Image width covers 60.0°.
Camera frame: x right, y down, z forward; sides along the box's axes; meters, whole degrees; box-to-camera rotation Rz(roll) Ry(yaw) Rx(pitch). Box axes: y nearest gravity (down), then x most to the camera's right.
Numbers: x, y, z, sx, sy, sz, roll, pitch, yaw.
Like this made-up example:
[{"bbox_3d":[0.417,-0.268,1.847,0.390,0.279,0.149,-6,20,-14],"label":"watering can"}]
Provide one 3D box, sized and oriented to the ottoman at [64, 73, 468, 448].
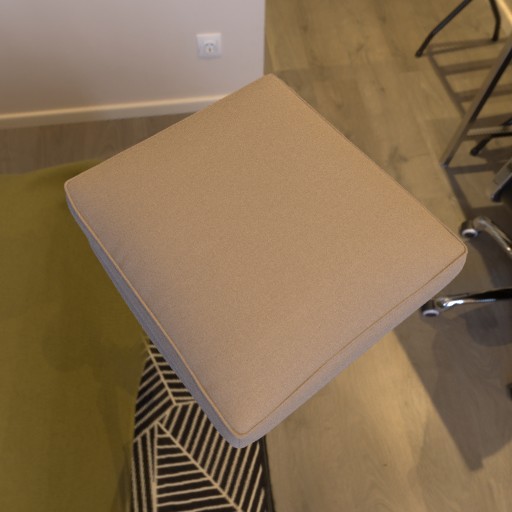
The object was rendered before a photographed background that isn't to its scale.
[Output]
[{"bbox_3d":[0.000,0.000,1.141,0.662,0.505,0.721,-34,68,-16],"label":"ottoman"}]
